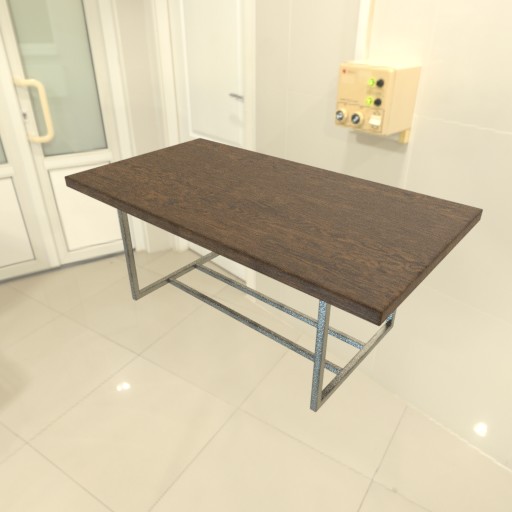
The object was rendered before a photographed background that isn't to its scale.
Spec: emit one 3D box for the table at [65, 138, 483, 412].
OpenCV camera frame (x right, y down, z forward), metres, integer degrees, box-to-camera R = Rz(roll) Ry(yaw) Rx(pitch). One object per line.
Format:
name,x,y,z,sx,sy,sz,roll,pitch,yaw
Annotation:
table,0.000,0.000,2.555,1.989,0.795,1.078,23,37,34
